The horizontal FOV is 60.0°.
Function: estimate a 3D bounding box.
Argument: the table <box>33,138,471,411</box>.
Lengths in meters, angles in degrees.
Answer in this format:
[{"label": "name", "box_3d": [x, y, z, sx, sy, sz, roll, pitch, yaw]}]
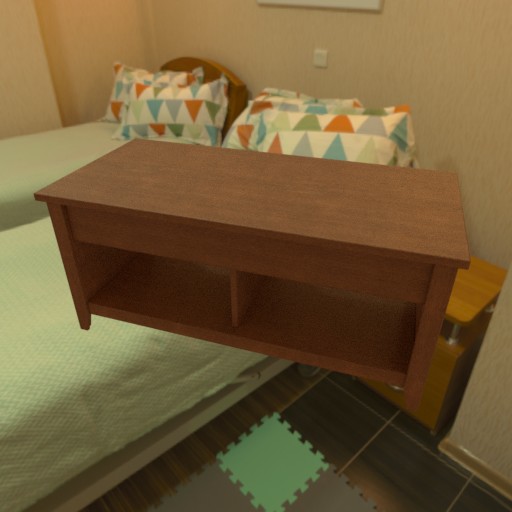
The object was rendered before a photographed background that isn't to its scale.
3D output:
[{"label": "table", "box_3d": [0.000, 0.000, 1.289, 1.016, 0.457, 0.483, 10, 33, 15]}]
